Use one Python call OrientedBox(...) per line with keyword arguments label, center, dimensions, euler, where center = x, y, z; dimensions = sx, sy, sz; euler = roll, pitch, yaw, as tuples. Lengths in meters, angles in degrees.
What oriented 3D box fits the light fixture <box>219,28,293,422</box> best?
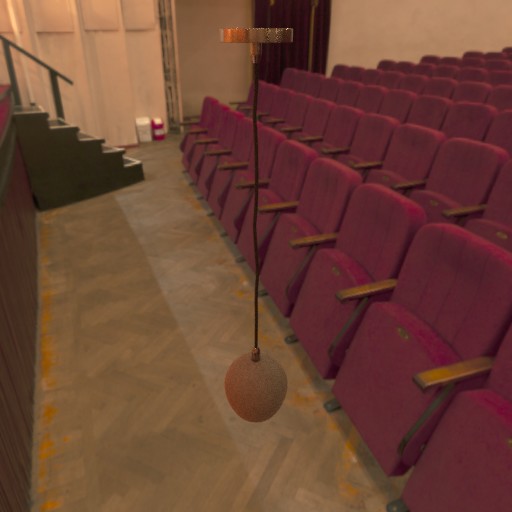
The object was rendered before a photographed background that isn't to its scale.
OrientedBox(label="light fixture", center=(0.000, 0.000, 0.837), dimensions=(0.139, 0.764, 0.139), euler=(-8, 28, -16))
